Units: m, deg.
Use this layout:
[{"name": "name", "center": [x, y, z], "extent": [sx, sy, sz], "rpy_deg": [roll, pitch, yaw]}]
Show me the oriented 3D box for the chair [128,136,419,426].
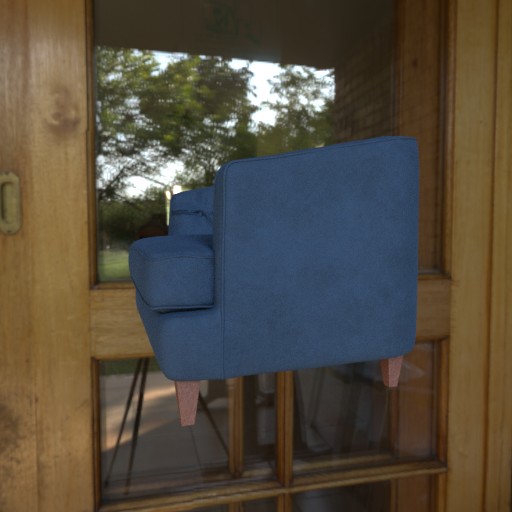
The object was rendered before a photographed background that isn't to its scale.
[{"name": "chair", "center": [0.000, 0.000, 1.741], "extent": [0.940, 0.852, 1.094], "rpy_deg": [-1, 3, -18]}]
